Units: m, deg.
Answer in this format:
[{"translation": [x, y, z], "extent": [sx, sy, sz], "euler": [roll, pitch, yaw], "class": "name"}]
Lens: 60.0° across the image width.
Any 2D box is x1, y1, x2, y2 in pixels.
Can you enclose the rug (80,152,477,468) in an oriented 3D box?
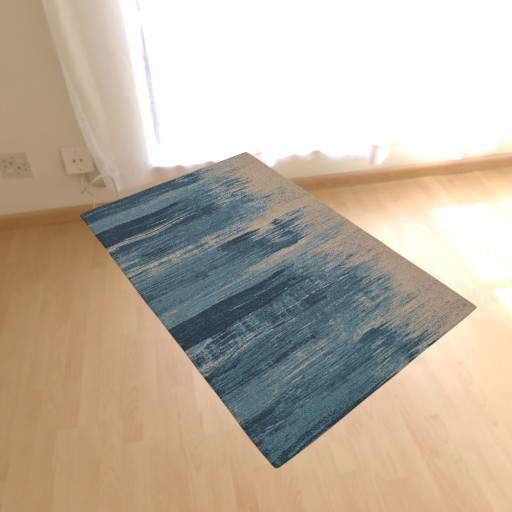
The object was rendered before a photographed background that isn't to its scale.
[{"translation": [0.000, 0.000, 2.339], "extent": [1.232, 0.009, 1.836], "euler": [-27, 49, -27], "class": "rug"}]
